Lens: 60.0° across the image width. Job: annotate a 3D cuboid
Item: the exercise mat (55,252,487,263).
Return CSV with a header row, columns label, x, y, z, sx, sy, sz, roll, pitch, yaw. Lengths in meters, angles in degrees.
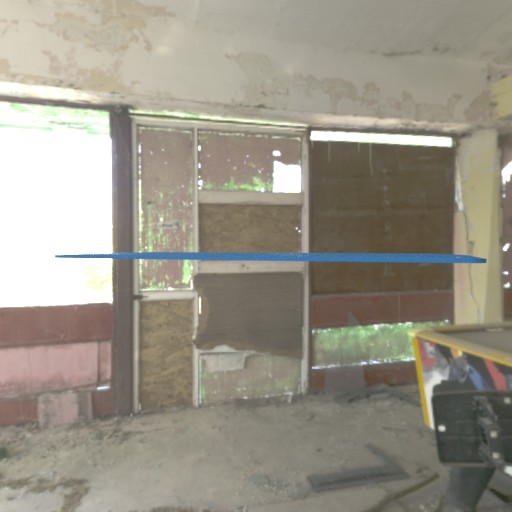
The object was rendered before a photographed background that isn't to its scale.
label,x,y,z,sx,sy,sz,roll,pitch,yaw
exercise mat,0.000,0.000,2.066,1.869,0.021,0.616,0,1,20
